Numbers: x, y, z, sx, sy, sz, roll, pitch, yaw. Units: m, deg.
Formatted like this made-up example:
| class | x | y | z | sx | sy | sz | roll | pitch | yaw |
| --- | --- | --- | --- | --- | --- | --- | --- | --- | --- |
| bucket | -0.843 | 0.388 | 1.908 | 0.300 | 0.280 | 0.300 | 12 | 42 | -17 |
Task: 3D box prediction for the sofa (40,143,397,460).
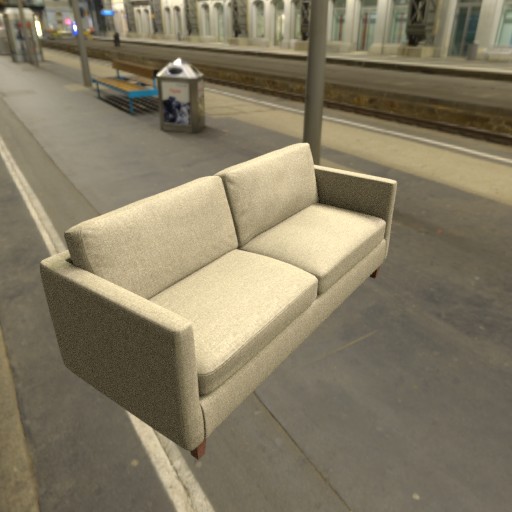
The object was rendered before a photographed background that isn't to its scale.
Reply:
| class | x | y | z | sx | sy | sz | roll | pitch | yaw |
| --- | --- | --- | --- | --- | --- | --- | --- | --- | --- |
| sofa | 0.000 | 0.000 | 2.721 | 0.956 | 0.960 | 2.208 | 19 | 33 | 32 |
